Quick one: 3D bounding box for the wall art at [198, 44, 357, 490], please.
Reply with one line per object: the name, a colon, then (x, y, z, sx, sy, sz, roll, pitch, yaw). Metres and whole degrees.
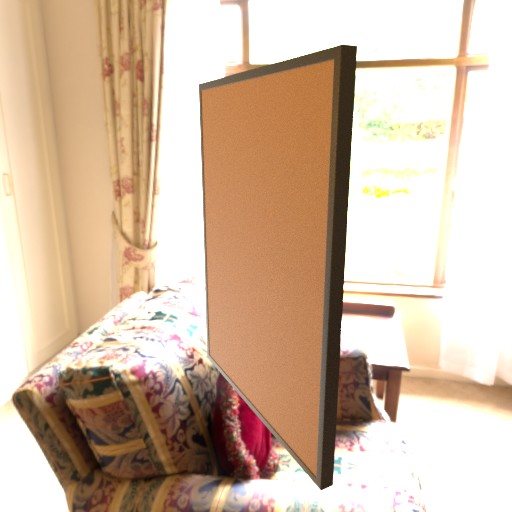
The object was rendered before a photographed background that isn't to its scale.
wall art: (0.000, 0.000, 1.360, 0.039, 1.061, 0.804, -8, 17, -26)
